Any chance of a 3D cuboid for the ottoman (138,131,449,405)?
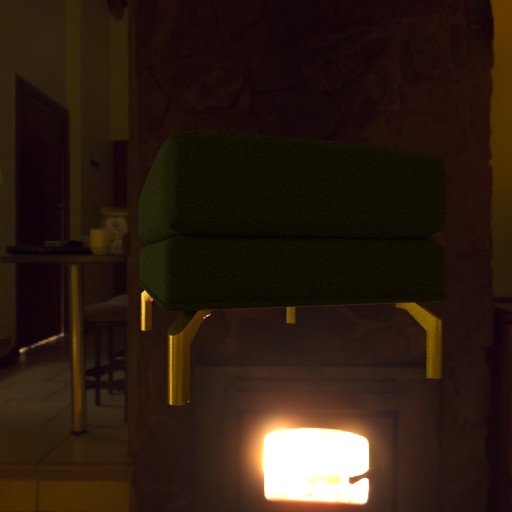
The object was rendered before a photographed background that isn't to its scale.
[{"bbox_3d":[0.000,0.000,1.206,0.587,0.498,0.835,0,0,-18],"label":"ottoman"}]
